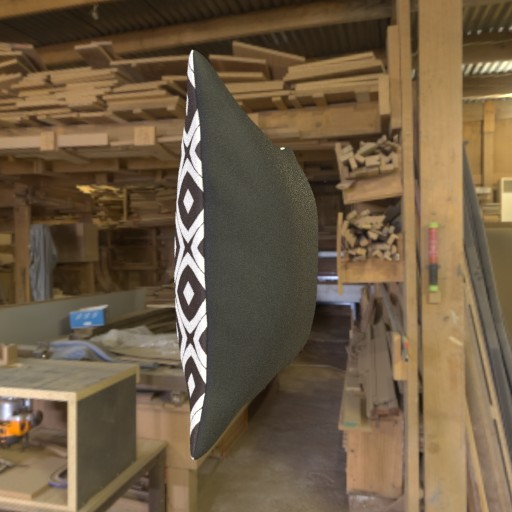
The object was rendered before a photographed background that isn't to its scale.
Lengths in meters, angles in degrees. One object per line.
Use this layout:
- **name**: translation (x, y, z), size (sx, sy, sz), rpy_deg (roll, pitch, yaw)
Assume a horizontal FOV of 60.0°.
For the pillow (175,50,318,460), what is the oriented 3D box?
- **pillow**: translation (0.000, 0.000, 0.768), size (0.188, 0.494, 0.504), rpy_deg (0, 0, 17)
